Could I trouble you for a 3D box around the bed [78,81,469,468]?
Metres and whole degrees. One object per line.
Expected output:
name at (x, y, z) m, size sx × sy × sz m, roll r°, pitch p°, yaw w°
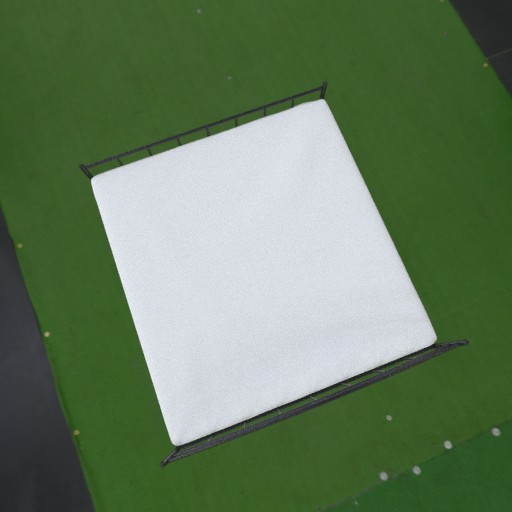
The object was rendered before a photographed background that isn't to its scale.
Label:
bed at (0.000, 0.000, 3.084) m, size 1.880 × 0.940 × 2.040 m, roll -20°, pitch 77°, yaw -5°
